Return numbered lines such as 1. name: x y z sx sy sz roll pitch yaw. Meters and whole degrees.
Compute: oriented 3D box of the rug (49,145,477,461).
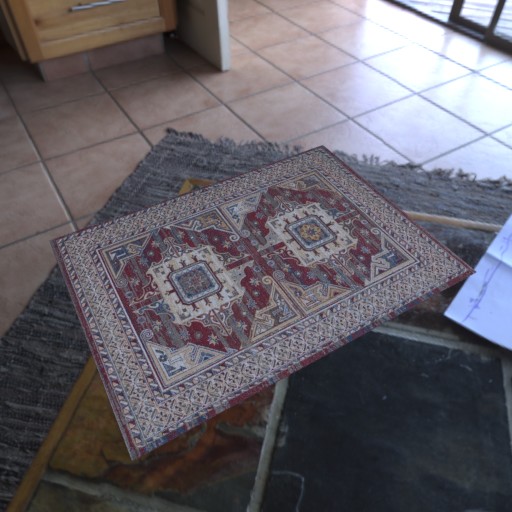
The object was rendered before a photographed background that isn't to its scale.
1. rug: 0.000 0.000 2.821 2.210 0.011 1.599 -23 51 -20
